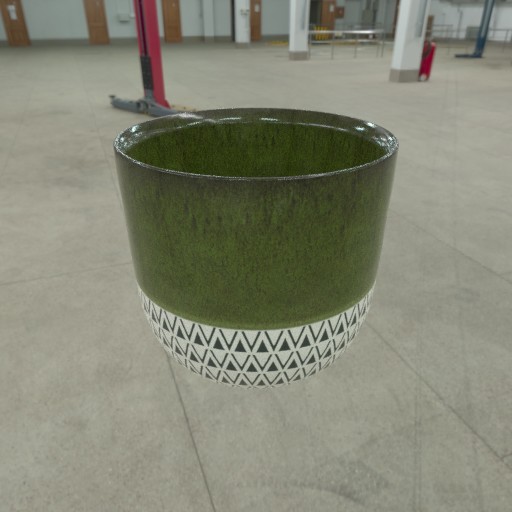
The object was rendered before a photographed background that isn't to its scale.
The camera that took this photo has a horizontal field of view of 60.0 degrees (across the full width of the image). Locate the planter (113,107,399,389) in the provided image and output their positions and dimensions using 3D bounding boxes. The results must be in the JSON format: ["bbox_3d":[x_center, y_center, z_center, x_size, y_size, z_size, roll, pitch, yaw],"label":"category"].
[{"bbox_3d":[0.000,0.000,0.492,0.266,0.270,0.266,0,29,0],"label":"planter"}]
